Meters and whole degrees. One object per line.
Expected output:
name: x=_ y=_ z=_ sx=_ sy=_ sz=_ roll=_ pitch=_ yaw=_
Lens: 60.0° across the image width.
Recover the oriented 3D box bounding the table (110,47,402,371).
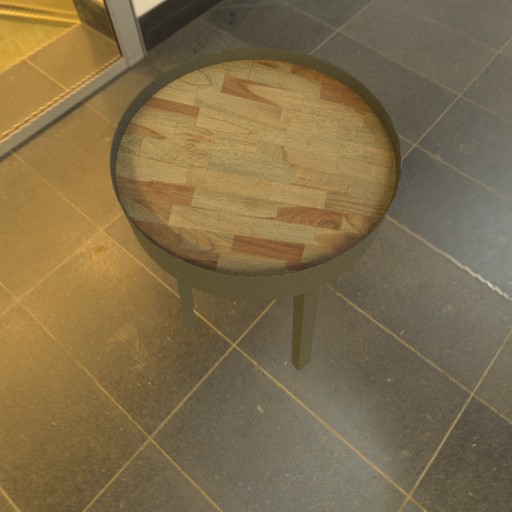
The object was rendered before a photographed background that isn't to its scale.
table: x=0.000 y=0.000 z=0.928 sx=0.406 sy=0.686 sz=0.406 roll=19 pitch=65 yaw=10
